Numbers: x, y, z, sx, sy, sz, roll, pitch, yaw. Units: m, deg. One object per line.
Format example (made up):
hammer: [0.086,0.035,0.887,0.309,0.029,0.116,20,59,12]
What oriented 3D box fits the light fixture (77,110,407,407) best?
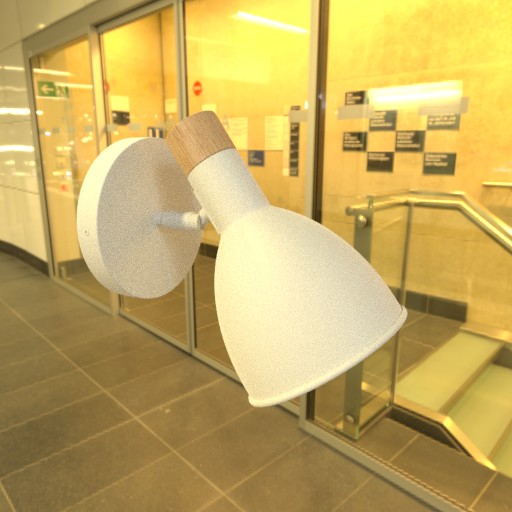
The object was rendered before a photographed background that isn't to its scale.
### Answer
light fixture: [0.000,0.000,0.314,0.209,0.199,0.127,7,16,26]
